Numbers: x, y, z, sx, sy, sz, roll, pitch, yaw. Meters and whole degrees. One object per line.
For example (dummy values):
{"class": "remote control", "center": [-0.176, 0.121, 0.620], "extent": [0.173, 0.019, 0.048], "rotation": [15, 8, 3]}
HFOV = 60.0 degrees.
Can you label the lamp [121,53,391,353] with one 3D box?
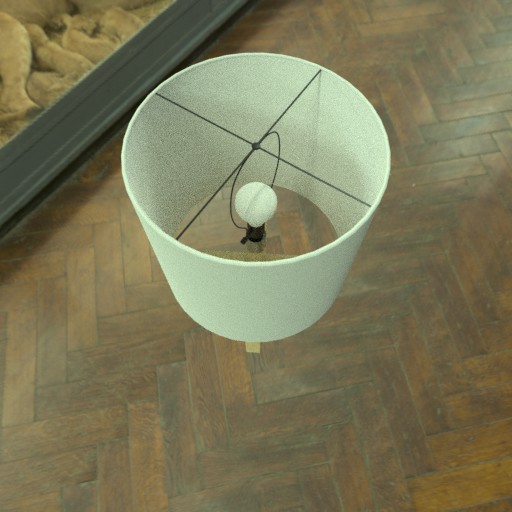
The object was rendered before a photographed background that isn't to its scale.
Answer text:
{"class": "lamp", "center": [0.000, 0.000, 0.569], "extent": [0.229, 0.428, 0.229], "rotation": [3, 64, 2]}
